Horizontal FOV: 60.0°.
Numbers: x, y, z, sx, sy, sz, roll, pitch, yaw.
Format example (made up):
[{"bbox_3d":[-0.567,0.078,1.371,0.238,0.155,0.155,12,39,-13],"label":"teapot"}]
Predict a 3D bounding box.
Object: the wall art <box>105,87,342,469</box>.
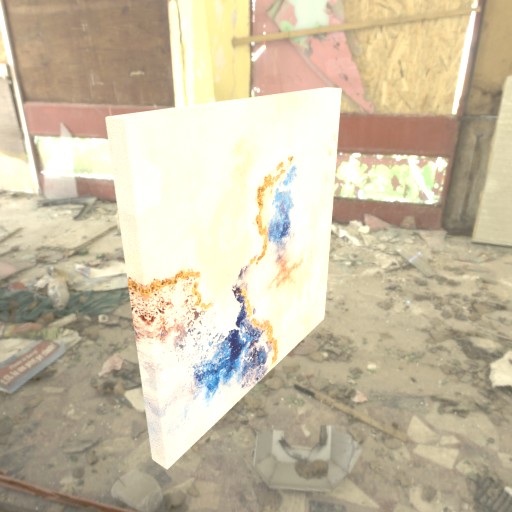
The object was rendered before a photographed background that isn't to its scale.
[{"bbox_3d":[0.000,0.000,1.577,0.071,1.061,1.061,17,30,32],"label":"wall art"}]
